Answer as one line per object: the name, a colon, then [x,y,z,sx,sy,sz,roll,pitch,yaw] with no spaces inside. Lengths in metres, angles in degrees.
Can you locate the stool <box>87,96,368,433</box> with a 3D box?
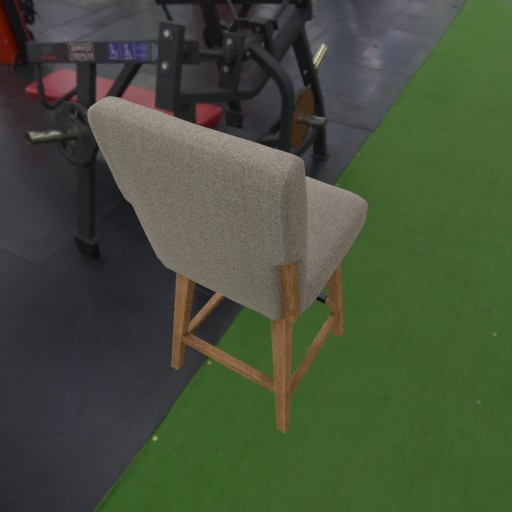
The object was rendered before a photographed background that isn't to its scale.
stool: [0.000,0.000,1.243,0.459,1.010,0.526,24,50,22]
